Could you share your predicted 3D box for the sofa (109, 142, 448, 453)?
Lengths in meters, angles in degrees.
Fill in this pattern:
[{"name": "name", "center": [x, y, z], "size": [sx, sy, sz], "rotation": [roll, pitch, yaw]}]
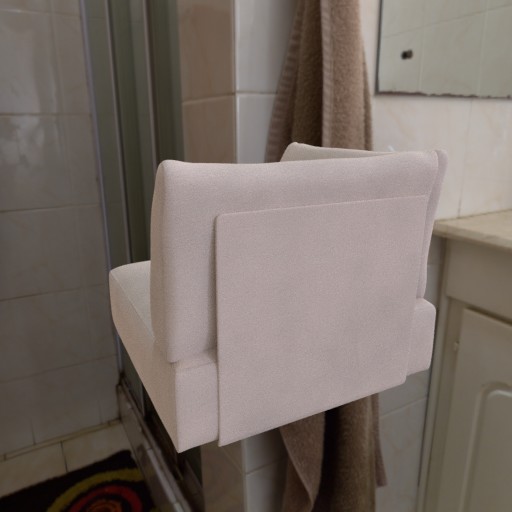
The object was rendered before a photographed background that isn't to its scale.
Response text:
[{"name": "sofa", "center": [0.000, 0.000, 1.711], "size": [1.000, 0.820, 1.000], "rotation": [-8, 18, -26]}]
